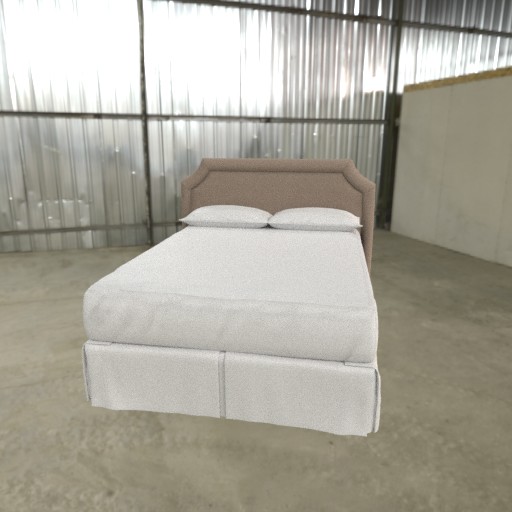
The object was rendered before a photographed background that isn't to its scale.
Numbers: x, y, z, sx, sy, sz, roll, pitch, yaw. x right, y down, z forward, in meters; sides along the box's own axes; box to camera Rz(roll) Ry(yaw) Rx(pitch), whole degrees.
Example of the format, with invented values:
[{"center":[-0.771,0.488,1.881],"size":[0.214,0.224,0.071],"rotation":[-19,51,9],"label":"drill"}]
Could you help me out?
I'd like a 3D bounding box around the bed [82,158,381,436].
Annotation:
[{"center":[0.000,0.000,3.252],"size":[1.828,1.303,2.164],"rotation":[3,15,10],"label":"bed"}]
